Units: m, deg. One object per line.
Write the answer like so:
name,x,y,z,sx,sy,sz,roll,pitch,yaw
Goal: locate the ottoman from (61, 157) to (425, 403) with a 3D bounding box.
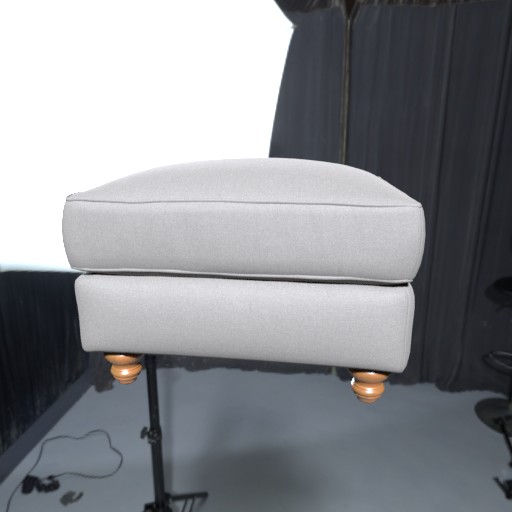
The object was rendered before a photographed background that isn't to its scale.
ottoman,0.000,0.000,1.171,0.721,0.505,0.662,2,15,8
